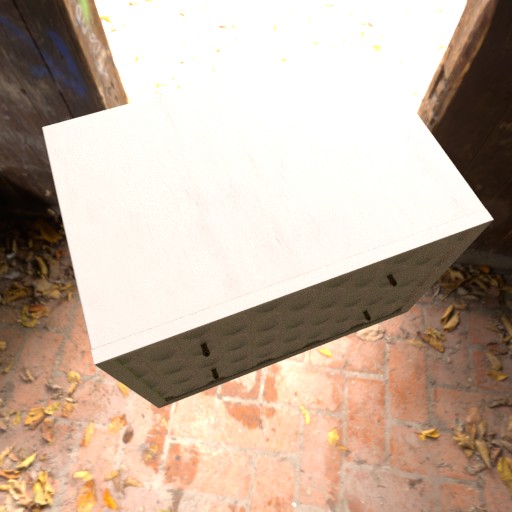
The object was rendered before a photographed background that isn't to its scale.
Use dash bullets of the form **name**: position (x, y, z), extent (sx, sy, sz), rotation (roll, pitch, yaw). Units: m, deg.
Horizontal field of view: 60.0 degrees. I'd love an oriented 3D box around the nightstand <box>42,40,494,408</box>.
- **nightstand**: position (0.000, 0.000, 0.984), extent (0.614, 0.604, 0.447), rotation (-19, 65, -9)
